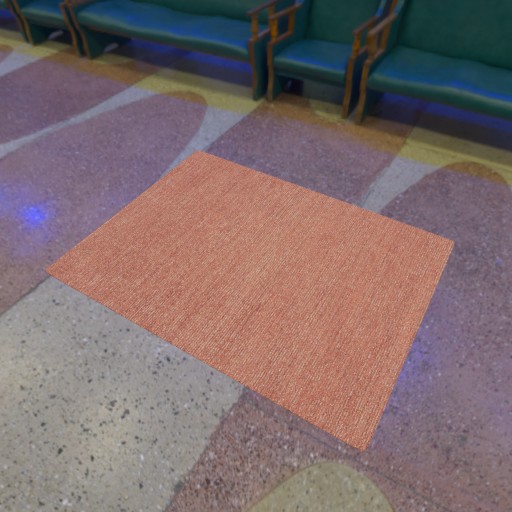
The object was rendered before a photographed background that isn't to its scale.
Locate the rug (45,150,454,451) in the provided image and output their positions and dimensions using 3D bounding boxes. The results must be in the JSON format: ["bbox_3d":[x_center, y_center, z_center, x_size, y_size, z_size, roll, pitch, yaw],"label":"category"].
[{"bbox_3d":[0.000,0.000,2.833,2.112,0.009,1.594,24,50,21],"label":"rug"}]
